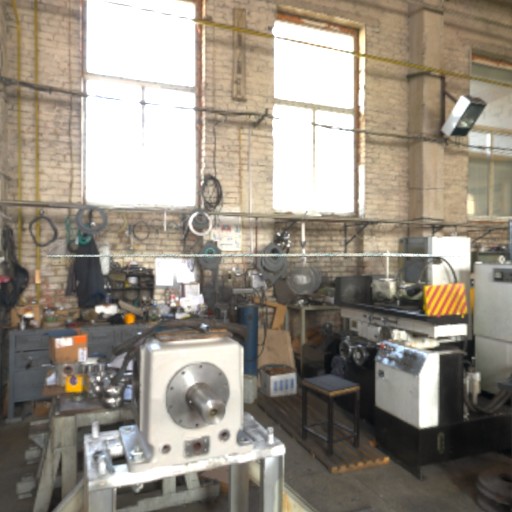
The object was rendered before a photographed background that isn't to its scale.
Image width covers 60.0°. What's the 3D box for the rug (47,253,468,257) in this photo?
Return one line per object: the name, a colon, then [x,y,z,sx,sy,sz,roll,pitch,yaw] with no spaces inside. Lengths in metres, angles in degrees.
rug: [0.000,0.000,2.321,1.820,0.009,1.260,0,0,35]
